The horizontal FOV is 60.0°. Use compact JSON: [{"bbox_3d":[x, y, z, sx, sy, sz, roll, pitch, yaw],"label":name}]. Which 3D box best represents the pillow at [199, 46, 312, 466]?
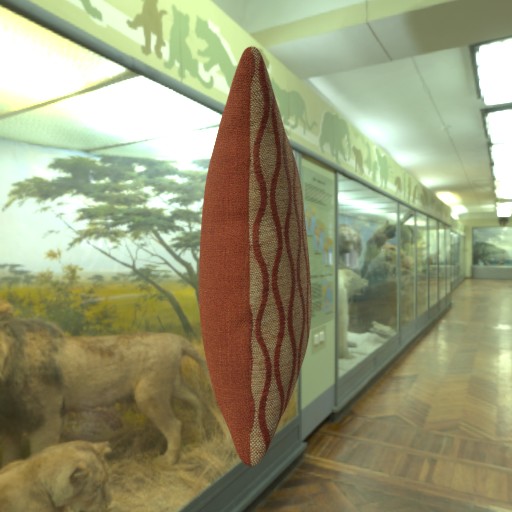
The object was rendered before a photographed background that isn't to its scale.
[{"bbox_3d":[0.000,0.000,0.658,0.159,0.434,0.429,0,1,-1],"label":"pillow"}]
